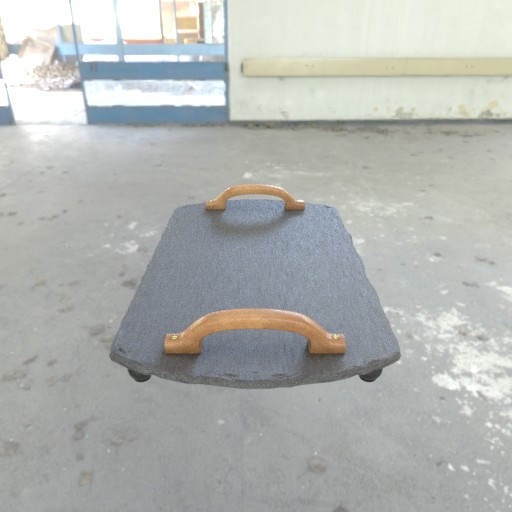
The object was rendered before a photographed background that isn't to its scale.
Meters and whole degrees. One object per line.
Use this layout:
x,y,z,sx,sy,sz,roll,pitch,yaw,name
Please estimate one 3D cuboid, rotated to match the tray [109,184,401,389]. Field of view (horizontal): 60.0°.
0.000,0.000,0.478,0.231,0.062,0.387,0,27,0,tray
